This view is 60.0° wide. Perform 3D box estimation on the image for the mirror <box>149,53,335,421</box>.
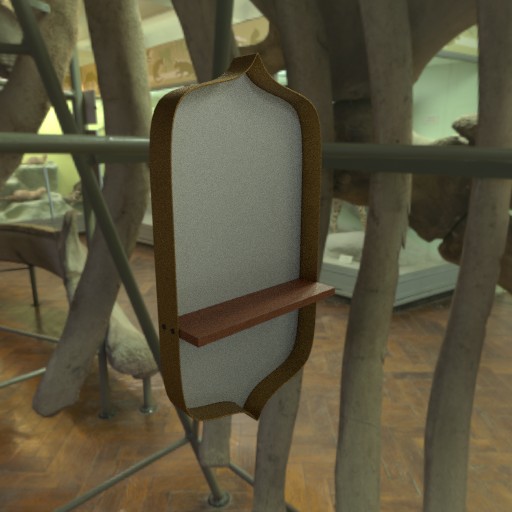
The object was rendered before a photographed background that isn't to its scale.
[{"bbox_3d":[0.000,0.000,0.725,0.323,0.613,0.096,-14,20,-43],"label":"mirror"}]
